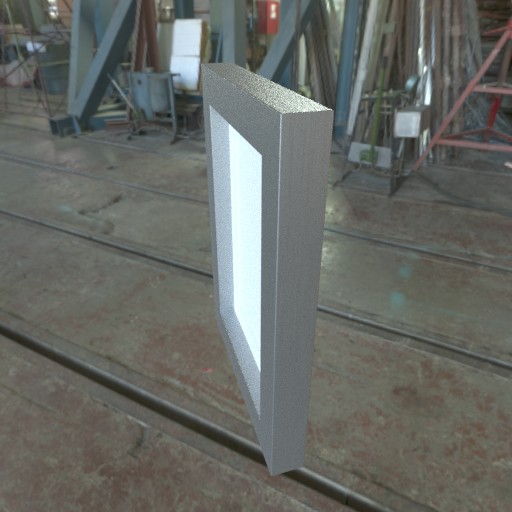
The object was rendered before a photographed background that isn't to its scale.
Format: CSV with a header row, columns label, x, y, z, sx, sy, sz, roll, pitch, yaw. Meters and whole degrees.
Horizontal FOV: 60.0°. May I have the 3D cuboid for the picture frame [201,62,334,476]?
label,x,y,z,sx,sy,sz,roll,pitch,yaw
picture frame,0.000,0.000,0.278,0.028,0.208,0.157,-8,31,-14
